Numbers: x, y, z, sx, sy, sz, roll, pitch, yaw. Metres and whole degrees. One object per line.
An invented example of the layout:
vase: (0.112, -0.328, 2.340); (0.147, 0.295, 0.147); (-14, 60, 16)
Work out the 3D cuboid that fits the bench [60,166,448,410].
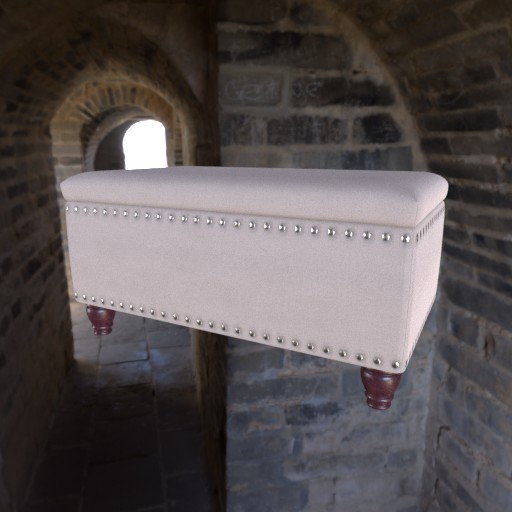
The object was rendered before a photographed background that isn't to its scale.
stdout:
bench: (0.000, 0.000, 1.197); (0.887, 0.449, 0.500); (7, 15, 27)
